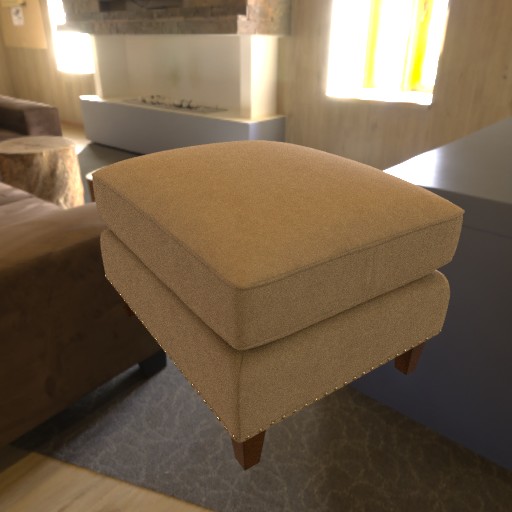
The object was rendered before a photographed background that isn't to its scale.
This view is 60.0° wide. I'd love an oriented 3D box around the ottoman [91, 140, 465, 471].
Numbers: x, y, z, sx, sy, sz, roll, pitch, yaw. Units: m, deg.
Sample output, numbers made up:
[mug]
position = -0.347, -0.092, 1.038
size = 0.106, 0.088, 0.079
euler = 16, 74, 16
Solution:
[ottoman]
position = 0.000, 0.000, 1.122
size = 0.584, 0.513, 0.741
euler = -17, 31, -30
